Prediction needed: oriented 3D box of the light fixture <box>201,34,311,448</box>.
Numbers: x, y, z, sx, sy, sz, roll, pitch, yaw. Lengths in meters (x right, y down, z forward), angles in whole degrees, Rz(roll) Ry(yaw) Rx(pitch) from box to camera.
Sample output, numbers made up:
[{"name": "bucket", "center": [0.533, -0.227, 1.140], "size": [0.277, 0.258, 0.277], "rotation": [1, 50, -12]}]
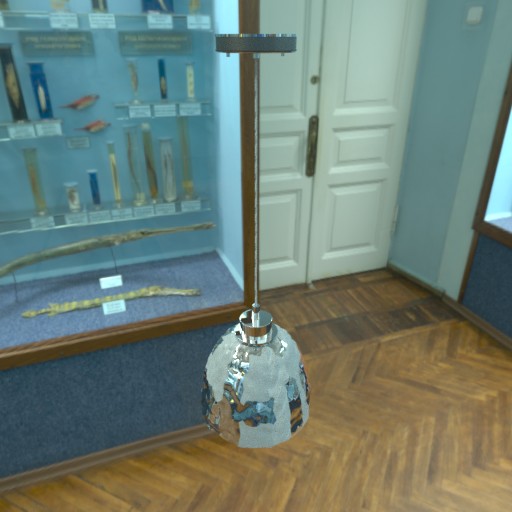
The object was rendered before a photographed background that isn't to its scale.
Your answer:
[{"name": "light fixture", "center": [0.000, 0.000, 1.688], "size": [0.496, 1.511, 0.500], "rotation": [-8, 28, -16]}]
